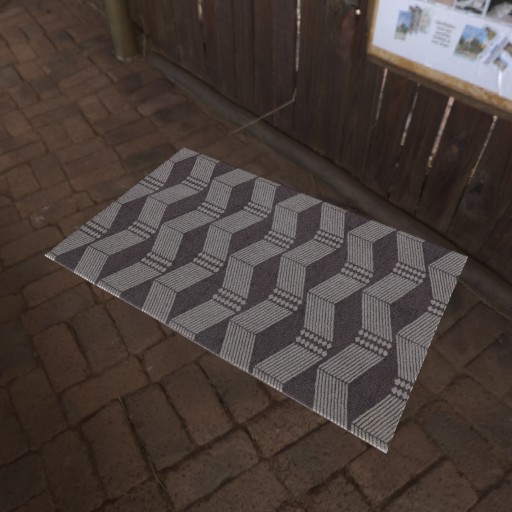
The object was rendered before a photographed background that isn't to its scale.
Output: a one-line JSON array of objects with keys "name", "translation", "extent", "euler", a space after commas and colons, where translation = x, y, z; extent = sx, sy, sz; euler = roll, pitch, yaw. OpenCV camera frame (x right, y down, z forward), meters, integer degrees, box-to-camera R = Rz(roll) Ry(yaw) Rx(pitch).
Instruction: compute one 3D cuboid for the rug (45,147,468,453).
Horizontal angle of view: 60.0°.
[{"name": "rug", "translation": [0.000, 0.000, 3.005], "extent": [2.435, 0.011, 1.517], "euler": [25, 52, 21]}]
